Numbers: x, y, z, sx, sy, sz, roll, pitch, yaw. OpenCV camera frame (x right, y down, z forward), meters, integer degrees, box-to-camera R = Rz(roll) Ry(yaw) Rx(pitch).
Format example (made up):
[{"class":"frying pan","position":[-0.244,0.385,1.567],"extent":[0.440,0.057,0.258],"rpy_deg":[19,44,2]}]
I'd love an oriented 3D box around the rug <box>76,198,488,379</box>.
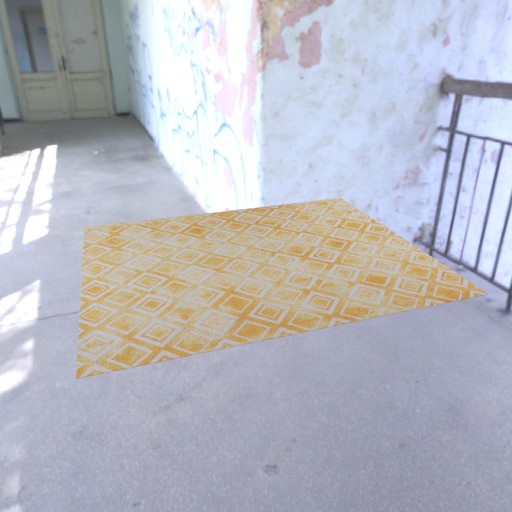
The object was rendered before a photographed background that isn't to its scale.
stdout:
[{"class":"rug","position":[0.000,0.000,4.073],"extent":[3.037,0.011,2.433],"rpy_deg":[-8,28,-16]}]
